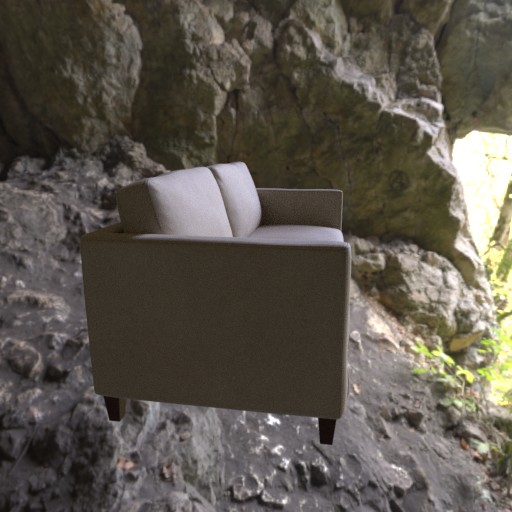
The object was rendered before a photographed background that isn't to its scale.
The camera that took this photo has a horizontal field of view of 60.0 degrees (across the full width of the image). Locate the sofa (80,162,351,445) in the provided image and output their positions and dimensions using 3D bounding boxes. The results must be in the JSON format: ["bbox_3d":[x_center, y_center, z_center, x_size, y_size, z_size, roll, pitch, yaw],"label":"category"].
[{"bbox_3d":[0.000,0.000,2.360,0.950,0.940,1.846,2,14,10],"label":"sofa"}]
